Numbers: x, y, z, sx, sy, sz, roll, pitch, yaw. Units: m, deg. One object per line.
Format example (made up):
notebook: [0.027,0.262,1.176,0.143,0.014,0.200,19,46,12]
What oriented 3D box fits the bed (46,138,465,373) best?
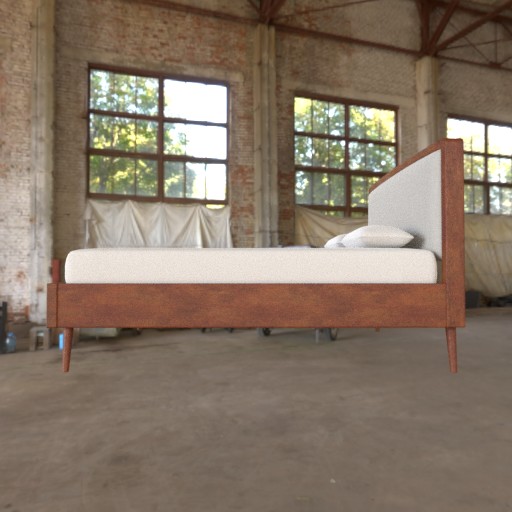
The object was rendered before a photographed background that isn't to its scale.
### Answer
bed: [0.000,0.000,3.121,2.196,1.275,1.587,0,-1,0]
